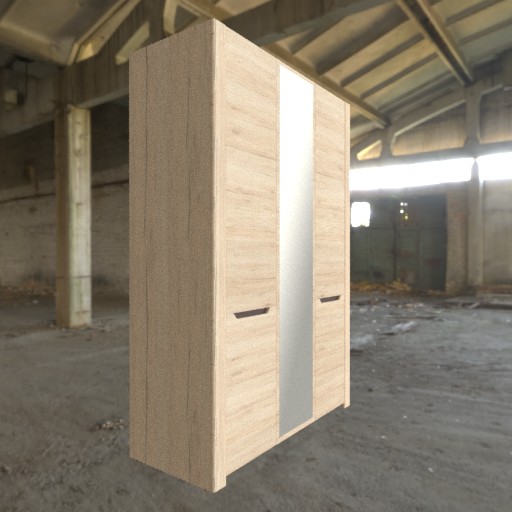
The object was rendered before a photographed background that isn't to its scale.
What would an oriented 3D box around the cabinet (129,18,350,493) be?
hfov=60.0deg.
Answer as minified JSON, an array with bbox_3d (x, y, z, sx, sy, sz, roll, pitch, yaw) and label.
[{"bbox_3d":[0.000,0.000,2.659,0.580,2.070,1.400,0,0,36],"label":"cabinet"}]
